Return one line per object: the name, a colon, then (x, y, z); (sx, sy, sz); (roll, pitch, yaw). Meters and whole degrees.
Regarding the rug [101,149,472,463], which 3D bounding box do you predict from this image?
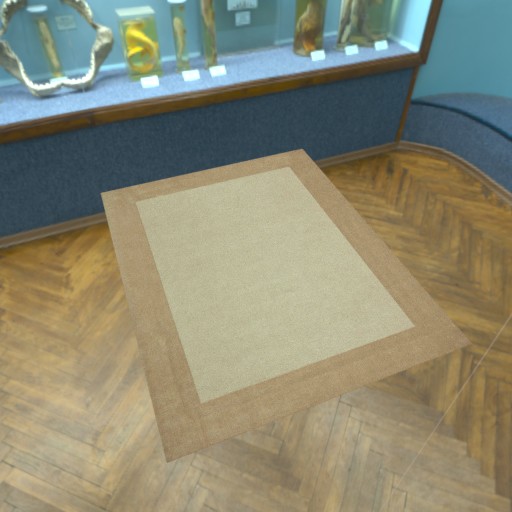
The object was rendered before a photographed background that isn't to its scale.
rug: (0.000, 0.000, 4.155); (2.438, 0.014, 3.048); (-16, 47, -15)
